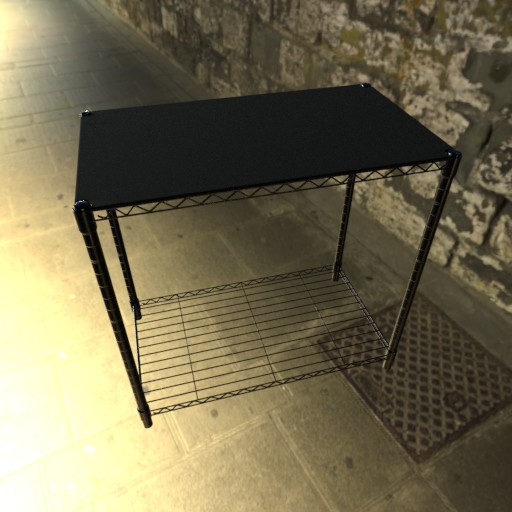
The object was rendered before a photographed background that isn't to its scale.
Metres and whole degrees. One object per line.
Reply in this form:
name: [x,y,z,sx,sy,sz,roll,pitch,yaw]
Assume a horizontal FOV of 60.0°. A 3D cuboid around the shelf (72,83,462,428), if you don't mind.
shelf: [0.000,0.000,0.939,0.589,0.564,0.338,-10,41,-11]
